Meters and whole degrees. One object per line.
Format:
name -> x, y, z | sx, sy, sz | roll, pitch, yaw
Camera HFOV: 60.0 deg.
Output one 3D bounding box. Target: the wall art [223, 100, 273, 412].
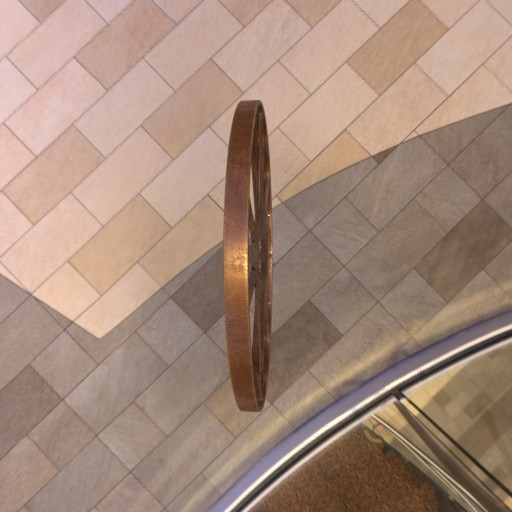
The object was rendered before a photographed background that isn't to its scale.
wall art -> 0.000, 0.000, 0.877 | 0.084, 0.583, 0.582 | 0, 89, 0
